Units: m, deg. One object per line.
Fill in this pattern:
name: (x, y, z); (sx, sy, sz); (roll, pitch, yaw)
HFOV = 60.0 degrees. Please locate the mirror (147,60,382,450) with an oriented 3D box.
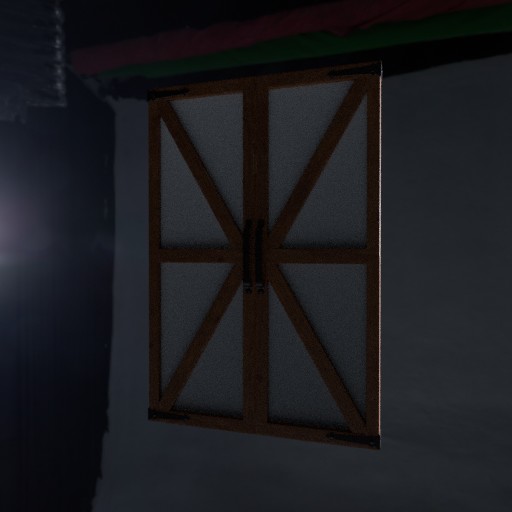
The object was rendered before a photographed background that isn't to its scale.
mirror: (0.000, 0.000, 0.948); (0.517, 0.761, 0.053); (0, 1, 17)
